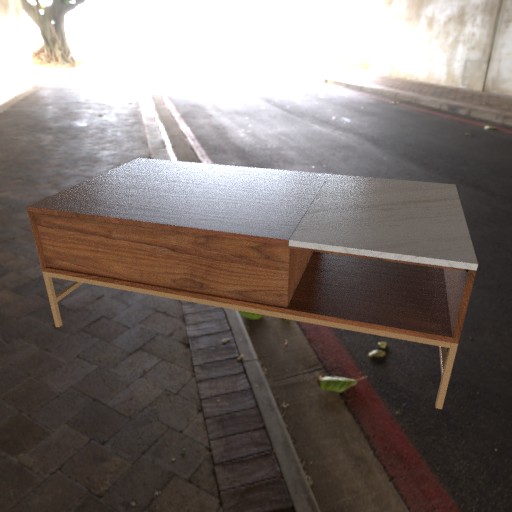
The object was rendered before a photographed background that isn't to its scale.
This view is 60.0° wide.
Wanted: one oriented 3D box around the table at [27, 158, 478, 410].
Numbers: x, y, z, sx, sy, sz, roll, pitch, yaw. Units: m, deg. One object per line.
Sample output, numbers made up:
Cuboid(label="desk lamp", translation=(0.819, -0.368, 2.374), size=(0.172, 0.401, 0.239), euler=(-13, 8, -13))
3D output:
Cuboid(label="table", translation=(0.000, 0.000, 1.908), size=(1.553, 0.551, 0.789), euler=(8, 27, 16))
